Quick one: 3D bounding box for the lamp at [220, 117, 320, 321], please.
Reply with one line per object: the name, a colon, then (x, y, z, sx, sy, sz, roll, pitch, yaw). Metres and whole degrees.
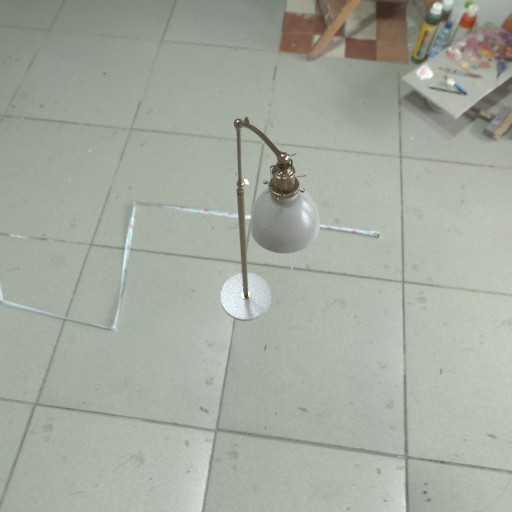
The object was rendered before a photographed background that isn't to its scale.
lamp: (0.000, 0.000, 1.758, 0.288, 1.586, 0.599, -20, 64, -10)
